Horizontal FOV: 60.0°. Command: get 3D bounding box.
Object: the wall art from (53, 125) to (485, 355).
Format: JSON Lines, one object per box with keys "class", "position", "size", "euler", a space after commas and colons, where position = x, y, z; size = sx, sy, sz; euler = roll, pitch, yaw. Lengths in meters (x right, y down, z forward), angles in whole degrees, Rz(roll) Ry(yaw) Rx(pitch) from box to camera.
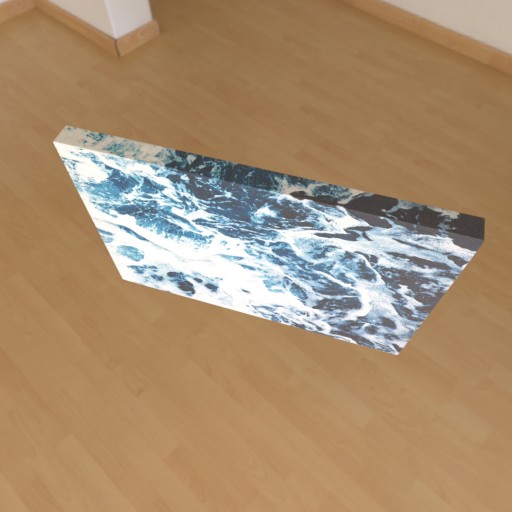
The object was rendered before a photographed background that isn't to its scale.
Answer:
{"class": "wall art", "position": [0.000, 0.000, 0.781], "size": [0.609, 0.407, 0.043], "euler": [14, 58, 9]}
